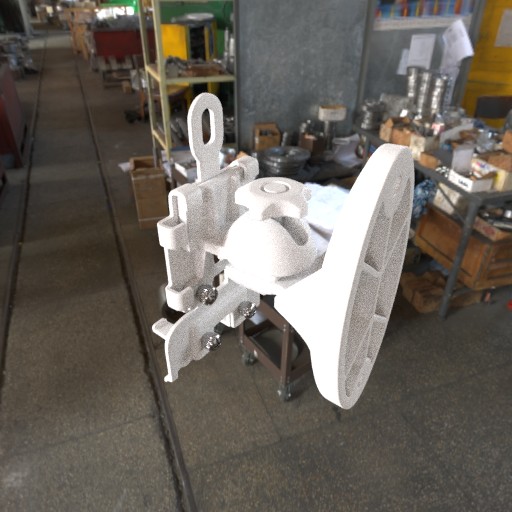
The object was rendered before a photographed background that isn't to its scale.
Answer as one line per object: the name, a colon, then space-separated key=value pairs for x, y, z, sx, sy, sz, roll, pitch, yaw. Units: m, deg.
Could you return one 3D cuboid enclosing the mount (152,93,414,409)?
mount: x=0.000 y=0.000 z=0.175 sx=0.100 sy=0.118 sz=0.066 roll=21 pitch=38 yaw=29
